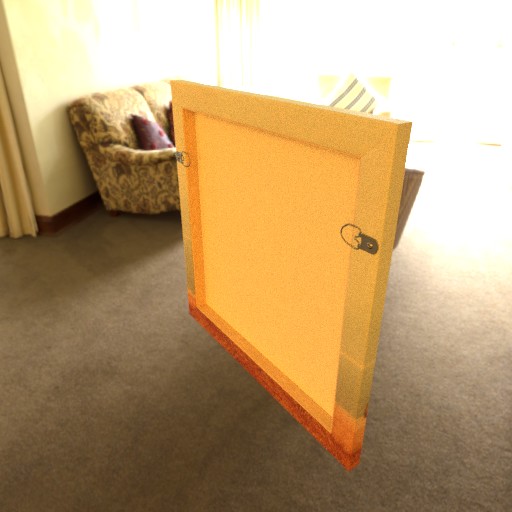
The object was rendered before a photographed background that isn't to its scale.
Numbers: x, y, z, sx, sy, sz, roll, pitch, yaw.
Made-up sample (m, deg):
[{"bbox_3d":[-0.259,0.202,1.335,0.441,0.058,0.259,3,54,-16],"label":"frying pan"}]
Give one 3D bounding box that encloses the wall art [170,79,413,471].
[{"bbox_3d":[0.000,0.000,0.879,0.034,0.605,0.605,-18,32,-31],"label":"wall art"}]
